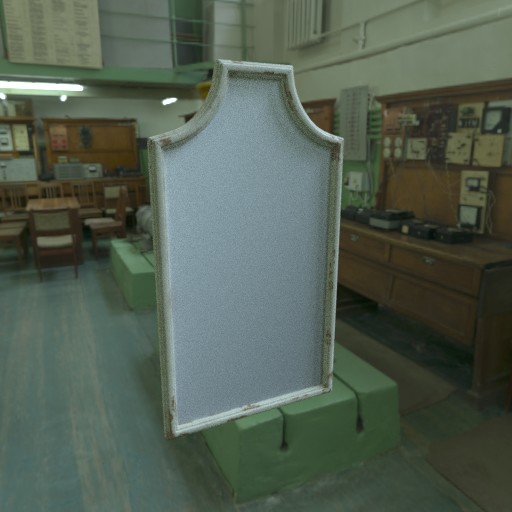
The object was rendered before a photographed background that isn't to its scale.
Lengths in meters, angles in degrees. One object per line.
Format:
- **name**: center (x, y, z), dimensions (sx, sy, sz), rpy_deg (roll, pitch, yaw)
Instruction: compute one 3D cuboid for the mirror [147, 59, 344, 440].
- **mirror**: center (0.000, 0.000, 0.887), dimensions (0.403, 0.717, 0.022), rpy_deg (-7, 16, -26)
